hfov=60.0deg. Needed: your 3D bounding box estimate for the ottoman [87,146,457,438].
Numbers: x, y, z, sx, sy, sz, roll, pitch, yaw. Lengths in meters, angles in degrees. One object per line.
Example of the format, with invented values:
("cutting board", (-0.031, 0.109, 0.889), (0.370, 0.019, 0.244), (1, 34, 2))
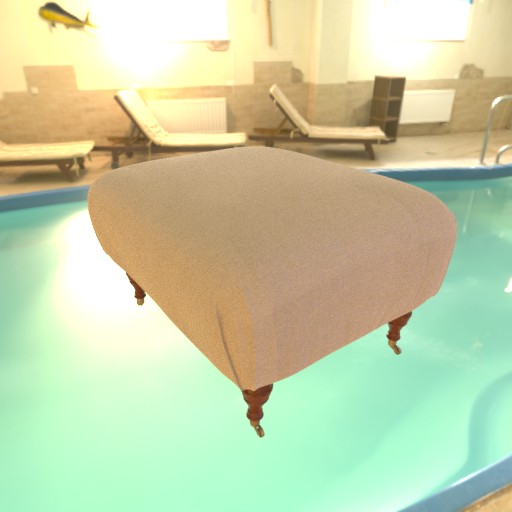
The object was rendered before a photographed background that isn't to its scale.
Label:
("ottoman", (0.000, 0.000, 1.117), (0.622, 0.450, 0.746), (-18, 32, -32))
